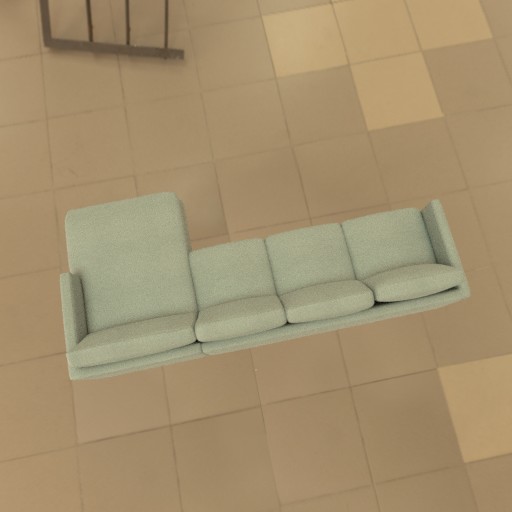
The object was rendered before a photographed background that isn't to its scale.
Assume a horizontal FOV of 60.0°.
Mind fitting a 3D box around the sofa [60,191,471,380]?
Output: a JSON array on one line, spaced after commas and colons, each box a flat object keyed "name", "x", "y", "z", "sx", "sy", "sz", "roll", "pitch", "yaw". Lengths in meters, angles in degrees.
[{"name": "sofa", "x": 0.000, "y": 0.000, "z": 4.130, "sx": 3.471, "sy": 0.950, "sz": 1.604, "roll": -11, "pitch": 76, "yaw": -3}]
